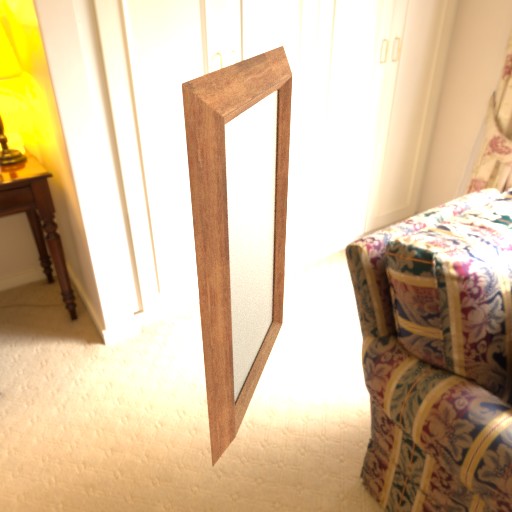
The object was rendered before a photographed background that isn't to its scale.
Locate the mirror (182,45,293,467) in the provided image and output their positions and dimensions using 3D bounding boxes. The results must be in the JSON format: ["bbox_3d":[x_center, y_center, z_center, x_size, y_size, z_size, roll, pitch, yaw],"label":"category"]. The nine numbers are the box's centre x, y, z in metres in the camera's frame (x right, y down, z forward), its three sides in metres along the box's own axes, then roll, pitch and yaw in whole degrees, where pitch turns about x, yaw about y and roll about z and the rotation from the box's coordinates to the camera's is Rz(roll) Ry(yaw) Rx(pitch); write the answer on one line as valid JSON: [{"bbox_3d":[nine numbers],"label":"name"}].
[{"bbox_3d":[0.000,0.000,1.239,0.047,1.010,0.651,9,32,15],"label":"mirror"}]
